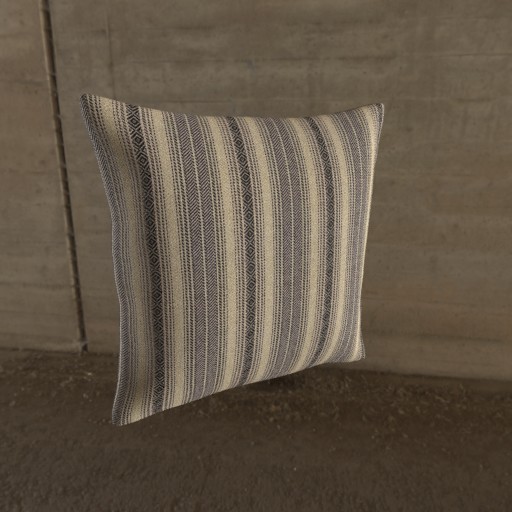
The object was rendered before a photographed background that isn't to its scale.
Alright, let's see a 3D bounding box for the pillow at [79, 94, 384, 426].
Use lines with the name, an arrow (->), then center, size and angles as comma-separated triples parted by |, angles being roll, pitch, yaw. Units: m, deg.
pillow -> 0.000, 0.000, 0.760 | 0.520, 0.508, 0.166 | -8, 18, -25
